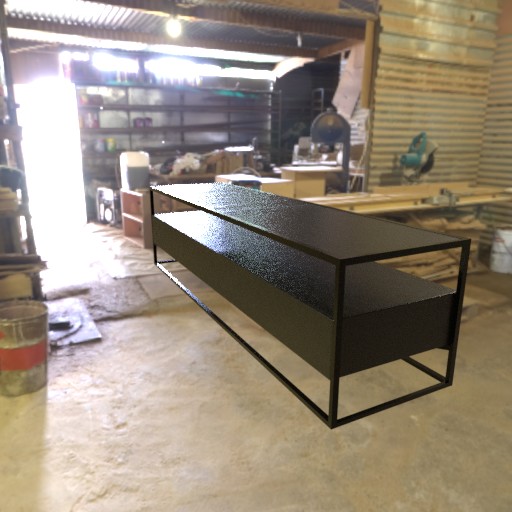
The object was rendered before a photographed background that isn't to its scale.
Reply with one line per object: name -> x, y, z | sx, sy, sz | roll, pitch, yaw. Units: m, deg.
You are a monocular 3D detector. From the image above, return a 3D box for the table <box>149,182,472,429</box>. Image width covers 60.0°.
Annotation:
table -> 0.000, 0.000, 1.662 | 0.399, 0.395, 1.486 | -8, 17, -26
